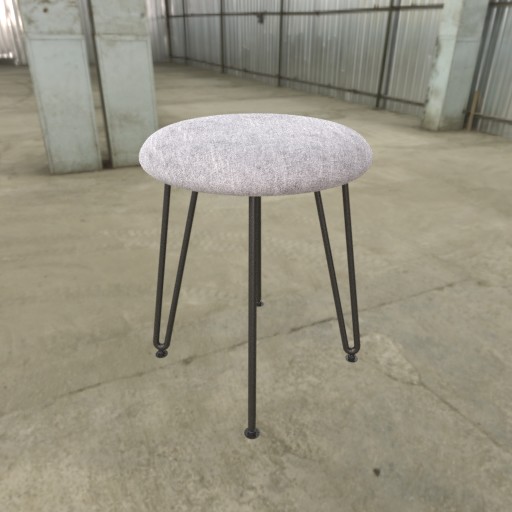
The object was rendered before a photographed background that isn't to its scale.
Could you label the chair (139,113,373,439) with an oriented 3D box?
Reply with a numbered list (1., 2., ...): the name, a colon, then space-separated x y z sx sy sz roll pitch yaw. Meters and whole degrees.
1. chair: 0.000 0.000 0.673 0.350 0.386 0.350 1 27 2
